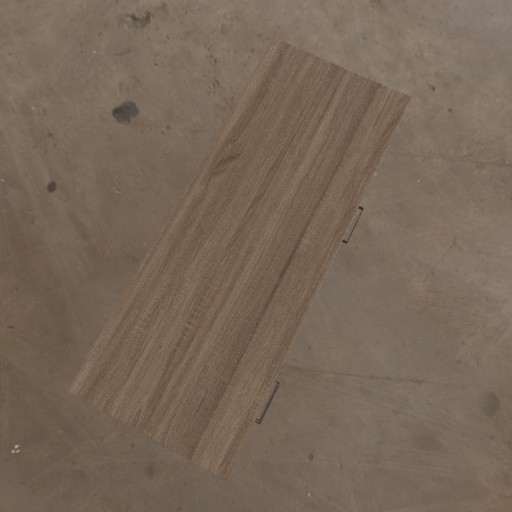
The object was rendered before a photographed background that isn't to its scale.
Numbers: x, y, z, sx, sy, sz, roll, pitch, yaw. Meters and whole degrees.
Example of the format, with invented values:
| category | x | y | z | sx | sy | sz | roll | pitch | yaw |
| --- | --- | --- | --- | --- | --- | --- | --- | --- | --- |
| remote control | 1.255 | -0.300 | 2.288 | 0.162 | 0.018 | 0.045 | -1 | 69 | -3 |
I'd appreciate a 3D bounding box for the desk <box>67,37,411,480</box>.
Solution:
| category | x | y | z | sx | sy | sz | roll | pitch | yaw |
| --- | --- | --- | --- | --- | --- | --- | --- | --- | --- |
| desk | 0.000 | 0.000 | 2.135 | 0.690 | 0.760 | 1.700 | 26 | 78 | 6 |
